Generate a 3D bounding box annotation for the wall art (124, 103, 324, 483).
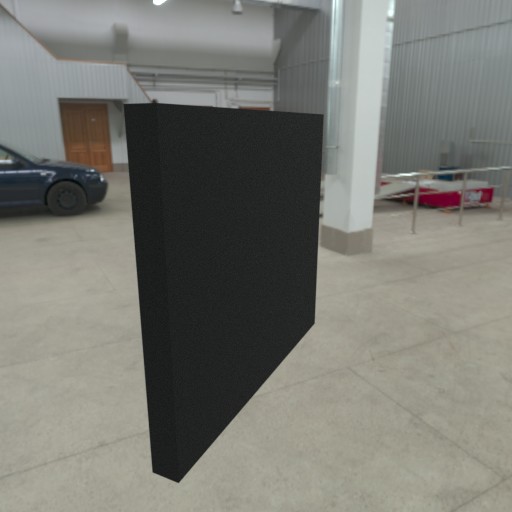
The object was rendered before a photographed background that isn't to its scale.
[{"bbox_3d":[0.000,0.000,0.530,0.031,0.330,0.381,8,18,25],"label":"wall art"}]
